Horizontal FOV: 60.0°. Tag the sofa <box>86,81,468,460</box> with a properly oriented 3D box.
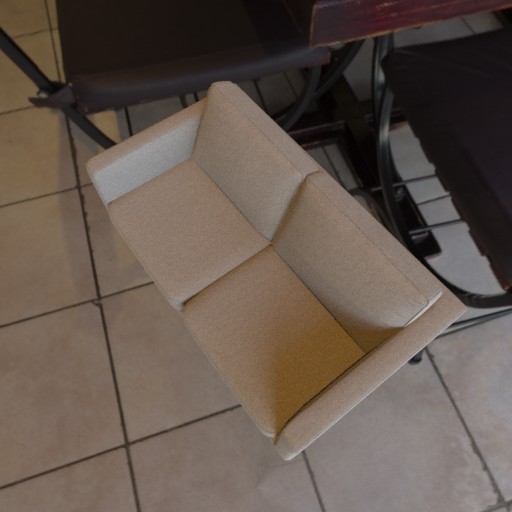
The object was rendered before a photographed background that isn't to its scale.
[{"bbox_3d":[0.000,0.000,2.319,1.000,0.900,1.731,-34,67,-16],"label":"sofa"}]
